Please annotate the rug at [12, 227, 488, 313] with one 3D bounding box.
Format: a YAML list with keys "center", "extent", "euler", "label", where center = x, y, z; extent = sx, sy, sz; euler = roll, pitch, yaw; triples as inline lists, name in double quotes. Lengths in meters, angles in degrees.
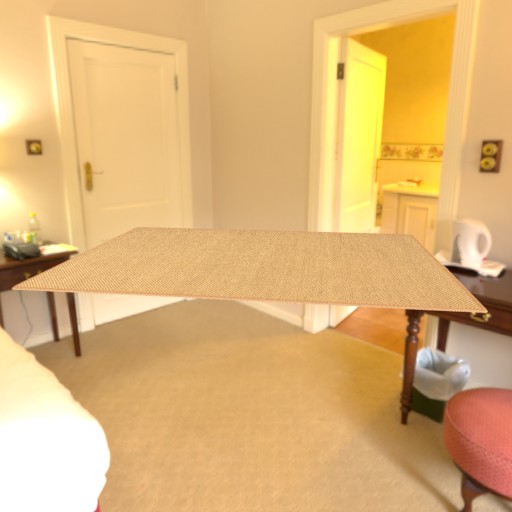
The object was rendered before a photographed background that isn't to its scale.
- center: [0.000, 0.000, 2.683]
  extent: [2.134, 0.013, 1.524]
  euler: [2, 15, 8]
  label: "rug"
